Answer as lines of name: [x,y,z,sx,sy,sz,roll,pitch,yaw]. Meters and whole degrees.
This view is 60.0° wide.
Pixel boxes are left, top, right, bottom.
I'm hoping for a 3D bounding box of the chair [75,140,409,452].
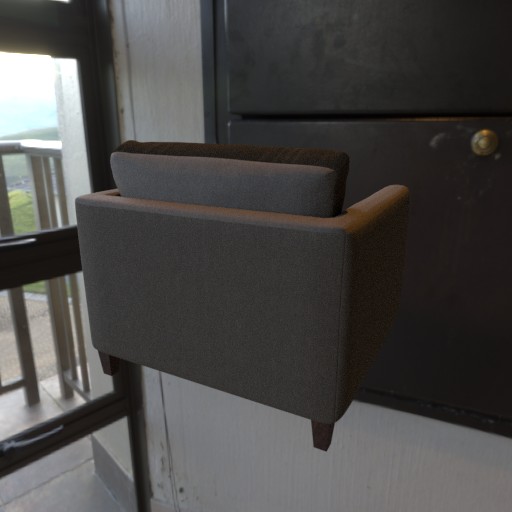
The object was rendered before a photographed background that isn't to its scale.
chair: [0.000,0.000,1.900,1.107,0.963,0.959,9,19,27]
